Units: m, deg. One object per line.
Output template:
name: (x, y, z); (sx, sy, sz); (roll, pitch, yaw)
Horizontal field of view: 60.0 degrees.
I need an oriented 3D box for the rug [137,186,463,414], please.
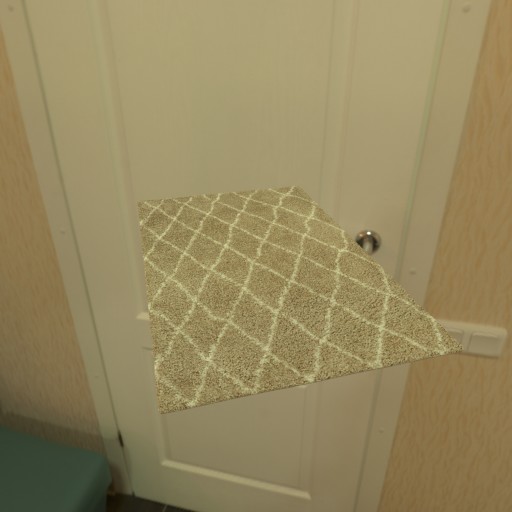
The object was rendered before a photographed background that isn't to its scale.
rug: (0.000, 0.000, 3.090); (1.524, 0.030, 2.438); (-8, 30, -13)
